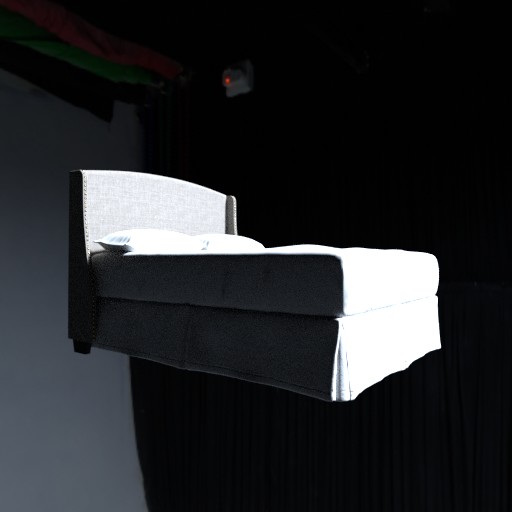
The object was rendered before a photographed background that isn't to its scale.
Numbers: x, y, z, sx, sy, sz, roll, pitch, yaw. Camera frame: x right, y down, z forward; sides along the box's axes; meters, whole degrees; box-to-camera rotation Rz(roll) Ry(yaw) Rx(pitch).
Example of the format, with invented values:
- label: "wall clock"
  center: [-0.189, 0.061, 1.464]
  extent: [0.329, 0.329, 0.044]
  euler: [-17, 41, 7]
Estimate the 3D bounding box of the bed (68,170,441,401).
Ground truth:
- label: "bed"
  center: [0.000, 0.000, 3.292]
  extent: [2.237, 1.407, 1.710]
  euler: [0, 0, 37]
